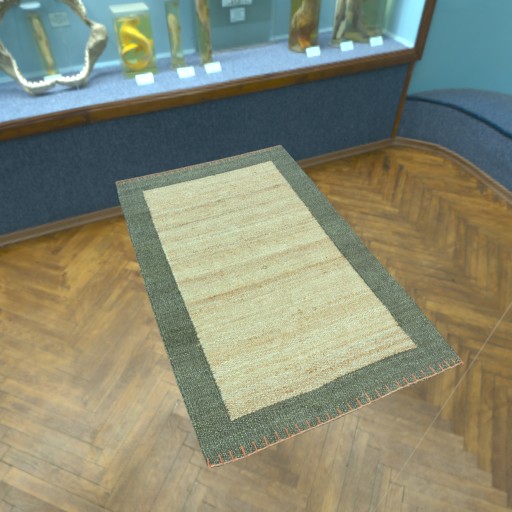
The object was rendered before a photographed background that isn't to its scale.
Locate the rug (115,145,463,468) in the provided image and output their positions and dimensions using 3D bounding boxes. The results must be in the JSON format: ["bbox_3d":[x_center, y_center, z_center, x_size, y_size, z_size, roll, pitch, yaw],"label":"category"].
[{"bbox_3d":[0.000,0.000,3.029,1.521,0.006,2.435,-16,48,-15],"label":"rug"}]
